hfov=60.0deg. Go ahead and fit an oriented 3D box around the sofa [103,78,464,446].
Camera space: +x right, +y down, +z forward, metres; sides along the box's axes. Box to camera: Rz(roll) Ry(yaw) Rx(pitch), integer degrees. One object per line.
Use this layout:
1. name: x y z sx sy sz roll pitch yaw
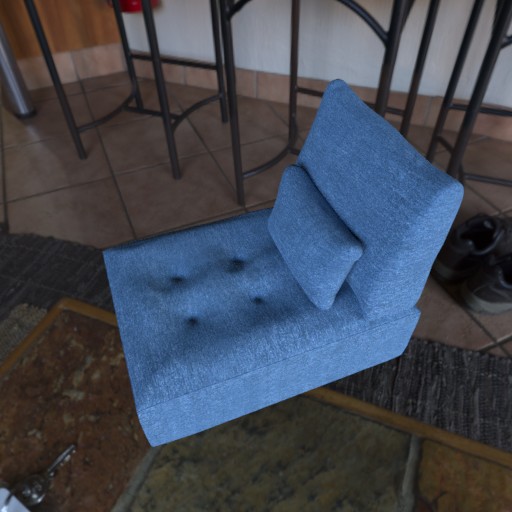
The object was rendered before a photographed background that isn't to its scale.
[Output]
1. sofa: 0.000 0.000 1.517 1.000 0.820 0.700 -16 48 -15
